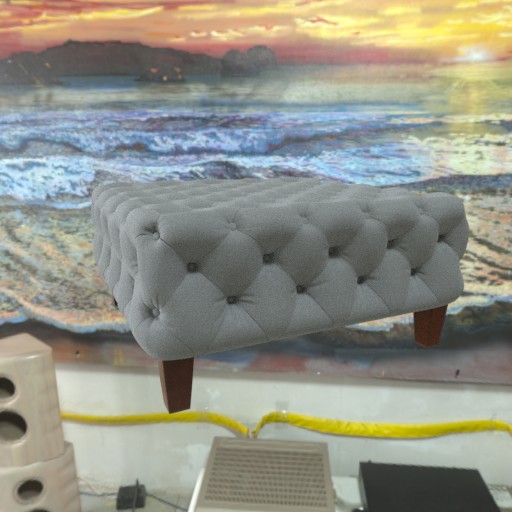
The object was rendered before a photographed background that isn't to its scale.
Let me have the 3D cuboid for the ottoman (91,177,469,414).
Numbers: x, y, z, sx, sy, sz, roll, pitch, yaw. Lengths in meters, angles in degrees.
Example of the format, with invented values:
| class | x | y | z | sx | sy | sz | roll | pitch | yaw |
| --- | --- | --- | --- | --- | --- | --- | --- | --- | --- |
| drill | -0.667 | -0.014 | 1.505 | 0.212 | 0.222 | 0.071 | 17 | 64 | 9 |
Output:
| class | x | y | z | sx | sy | sz | roll | pitch | yaw |
| --- | --- | --- | --- | --- | --- | --- | --- | --- | --- |
| ottoman | 0.000 | 0.000 | 1.403 | 0.911 | 0.439 | 0.917 | -6 | 15 | -25 |
